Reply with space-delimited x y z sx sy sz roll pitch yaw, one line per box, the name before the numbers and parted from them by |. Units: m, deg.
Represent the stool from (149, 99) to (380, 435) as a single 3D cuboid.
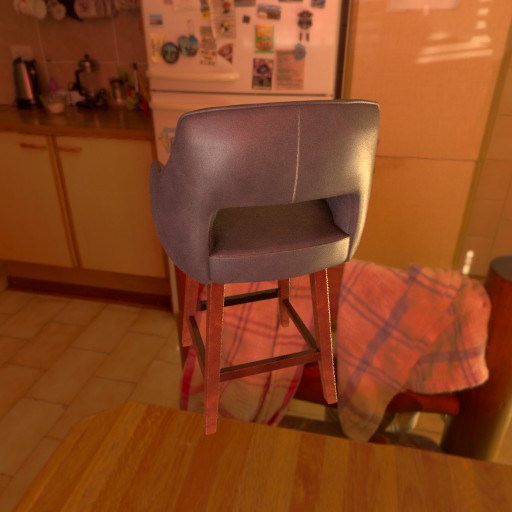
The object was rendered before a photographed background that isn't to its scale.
stool | 0.000 0.000 1.287 0.550 0.936 0.560 -8 29 -15
